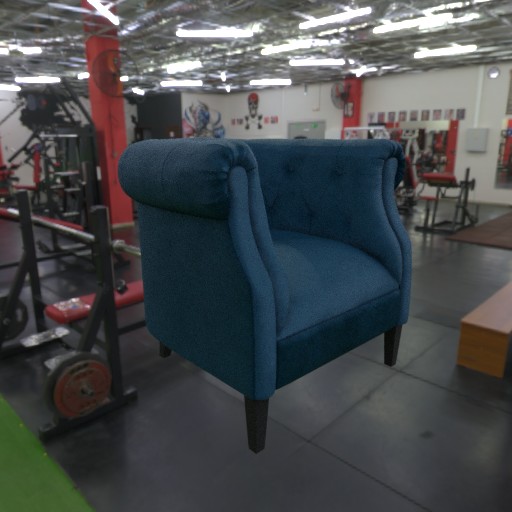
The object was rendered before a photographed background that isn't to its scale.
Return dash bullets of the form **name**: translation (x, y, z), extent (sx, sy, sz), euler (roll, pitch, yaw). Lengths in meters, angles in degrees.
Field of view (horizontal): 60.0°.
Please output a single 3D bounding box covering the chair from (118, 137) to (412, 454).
- **chair**: translation (0.000, 0.000, 1.603), extent (0.904, 0.826, 0.851), euler (-14, 20, -41)
